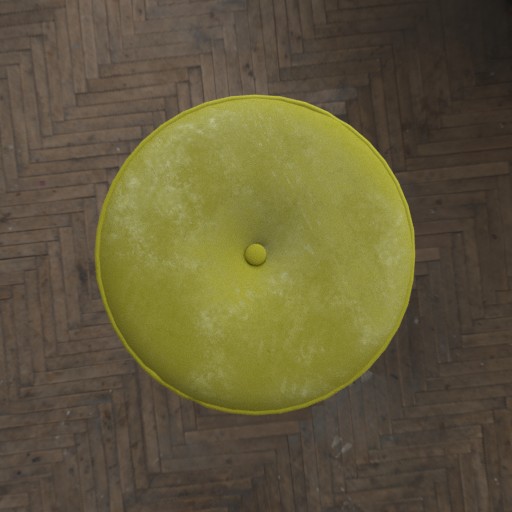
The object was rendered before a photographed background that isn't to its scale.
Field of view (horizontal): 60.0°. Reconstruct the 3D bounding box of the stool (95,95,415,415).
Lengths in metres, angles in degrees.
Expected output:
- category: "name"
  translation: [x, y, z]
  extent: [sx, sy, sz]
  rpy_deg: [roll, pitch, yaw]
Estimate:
- category: "stool"
  translation: [0.000, 0.000, 0.798]
  extent: [0.409, 0.508, 0.409]
  rpy_deg: [0, 90, 0]
